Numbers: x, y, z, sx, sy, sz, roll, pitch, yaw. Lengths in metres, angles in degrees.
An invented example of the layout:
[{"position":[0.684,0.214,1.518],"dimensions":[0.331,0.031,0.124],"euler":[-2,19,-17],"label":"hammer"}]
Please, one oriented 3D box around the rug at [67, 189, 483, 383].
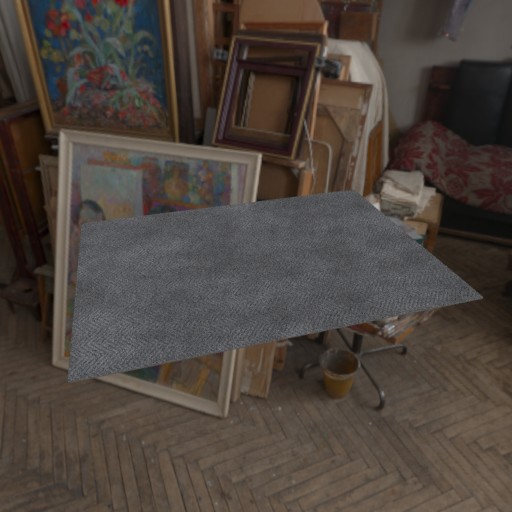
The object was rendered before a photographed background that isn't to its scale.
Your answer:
[{"position":[0.000,0.000,2.911],"dimensions":[2.235,0.008,1.600],"euler":[-9,33,-14],"label":"rug"}]
